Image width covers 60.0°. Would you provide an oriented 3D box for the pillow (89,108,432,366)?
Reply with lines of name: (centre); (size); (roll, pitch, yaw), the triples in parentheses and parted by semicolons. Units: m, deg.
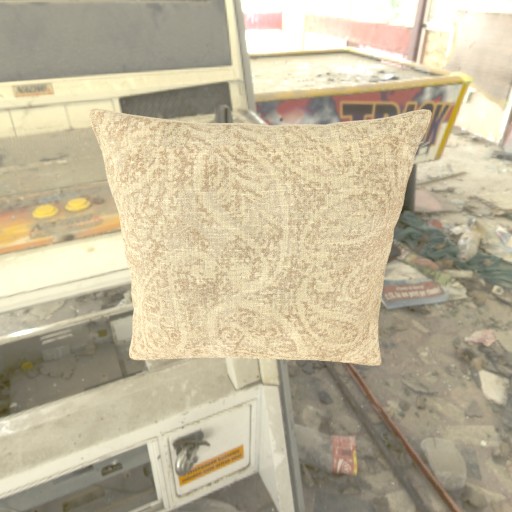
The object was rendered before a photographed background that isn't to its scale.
pillow: (0.000, 0.000, 0.793); (0.523, 0.510, 0.166); (1, 31, 1)
